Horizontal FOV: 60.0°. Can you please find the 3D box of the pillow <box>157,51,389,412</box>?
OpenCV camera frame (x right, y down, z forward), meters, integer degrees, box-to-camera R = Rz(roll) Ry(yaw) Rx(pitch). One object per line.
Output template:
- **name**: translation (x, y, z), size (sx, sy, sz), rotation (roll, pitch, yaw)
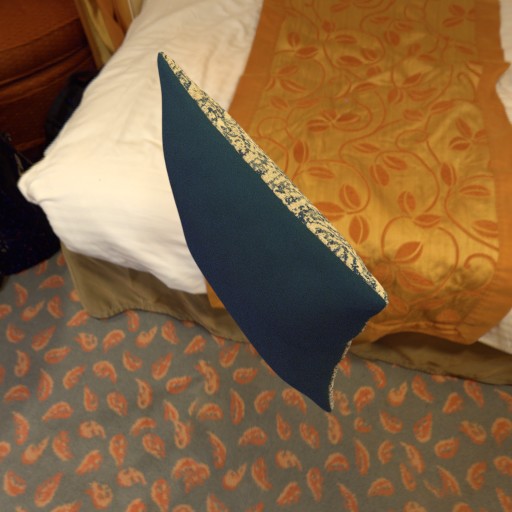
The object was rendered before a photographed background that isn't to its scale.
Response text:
- **pillow**: translation (0.000, 0.000, 0.788), size (0.166, 0.510, 0.523), rotation (-30, 63, -17)
